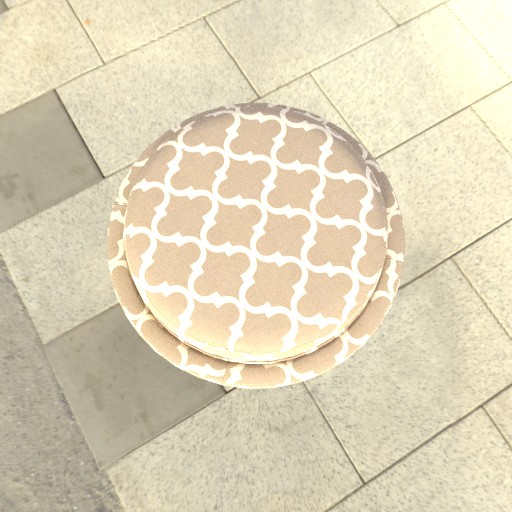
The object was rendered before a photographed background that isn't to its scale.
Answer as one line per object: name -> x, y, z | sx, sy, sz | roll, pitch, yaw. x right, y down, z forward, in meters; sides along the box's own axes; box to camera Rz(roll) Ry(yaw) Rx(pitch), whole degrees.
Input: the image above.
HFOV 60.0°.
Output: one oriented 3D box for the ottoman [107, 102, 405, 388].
ottoman -> 0.000, 0.000, 0.840 | 0.480, 0.429, 0.480 | 0, 75, 0
